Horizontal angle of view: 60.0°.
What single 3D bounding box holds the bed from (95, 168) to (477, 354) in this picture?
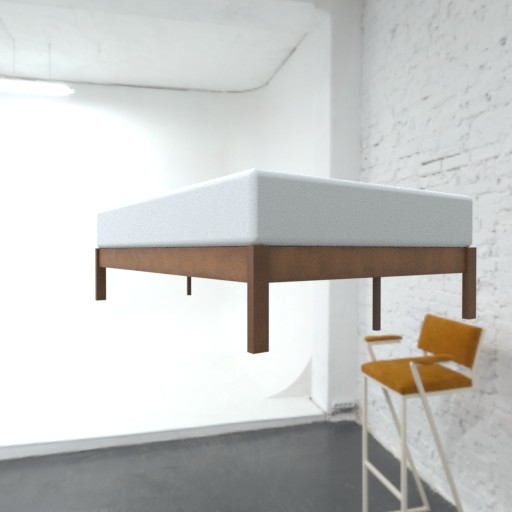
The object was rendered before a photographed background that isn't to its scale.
[{"bbox_3d":[0.000,0.000,2.626,1.348,0.616,1.927,0,1,-35],"label":"bed"}]
